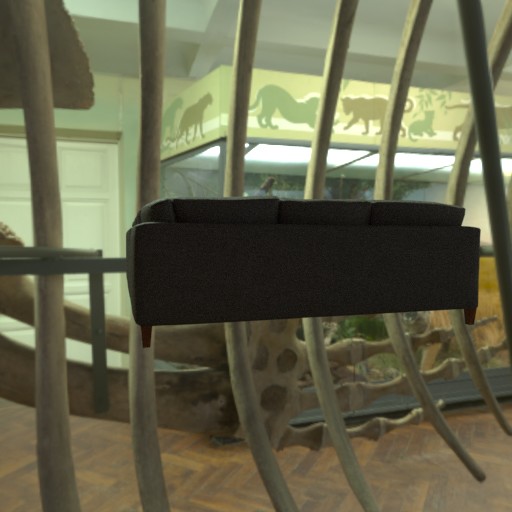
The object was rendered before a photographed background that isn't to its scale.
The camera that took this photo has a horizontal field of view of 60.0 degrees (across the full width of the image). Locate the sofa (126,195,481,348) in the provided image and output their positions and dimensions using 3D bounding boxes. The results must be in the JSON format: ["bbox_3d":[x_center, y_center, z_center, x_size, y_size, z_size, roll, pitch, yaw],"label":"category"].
[{"bbox_3d":[0.000,0.000,4.642,2.594,0.961,3.460,-1,2,-17],"label":"sofa"}]
